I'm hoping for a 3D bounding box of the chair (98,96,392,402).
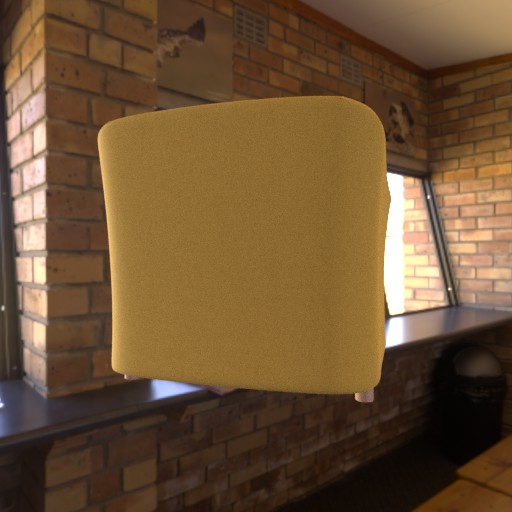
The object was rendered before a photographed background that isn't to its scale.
[{"bbox_3d":[0.000,0.000,1.358,0.790,0.720,0.700,0,0,17],"label":"chair"}]
